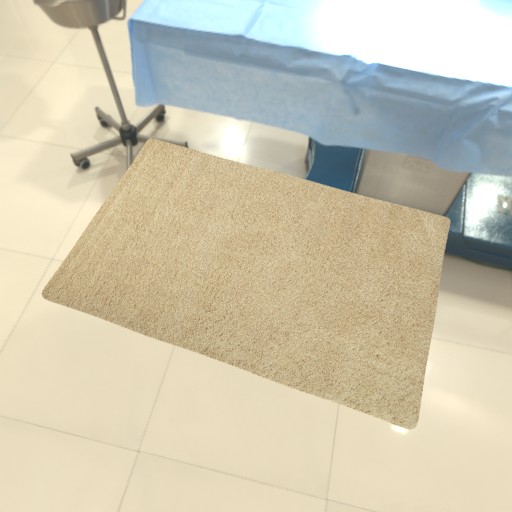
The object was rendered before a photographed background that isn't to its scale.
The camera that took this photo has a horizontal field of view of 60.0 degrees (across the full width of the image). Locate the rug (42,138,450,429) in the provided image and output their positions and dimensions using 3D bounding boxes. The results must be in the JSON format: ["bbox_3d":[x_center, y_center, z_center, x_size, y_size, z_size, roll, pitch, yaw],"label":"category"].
[{"bbox_3d":[0.000,0.000,2.936,2.349,0.025,1.500,17,59,10],"label":"rug"}]
